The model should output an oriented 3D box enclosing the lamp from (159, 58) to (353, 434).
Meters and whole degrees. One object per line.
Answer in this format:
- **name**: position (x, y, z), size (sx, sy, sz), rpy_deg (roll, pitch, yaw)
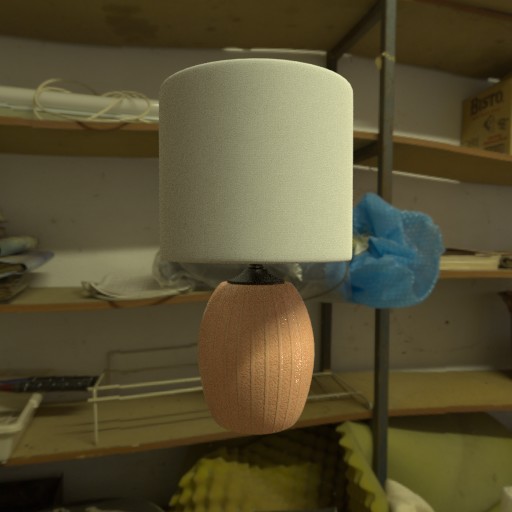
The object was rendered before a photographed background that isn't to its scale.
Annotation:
- **lamp**: position (0.000, 0.000, 0.774), size (0.329, 0.570, 0.329), rpy_deg (0, 2, 0)
